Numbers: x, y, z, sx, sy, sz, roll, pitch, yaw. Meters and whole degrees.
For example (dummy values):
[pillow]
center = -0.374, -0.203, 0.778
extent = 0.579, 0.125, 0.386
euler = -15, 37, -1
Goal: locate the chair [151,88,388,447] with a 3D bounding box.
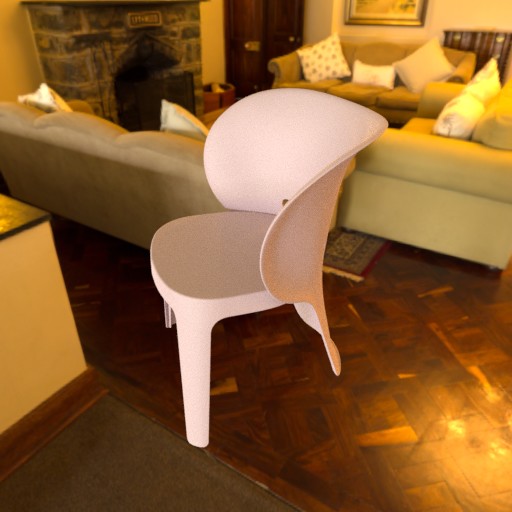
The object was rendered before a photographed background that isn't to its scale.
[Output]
[chair]
center = 0.000, 0.000, 0.869
extent = 0.402, 0.554, 0.451
euler = -9, 32, -14
